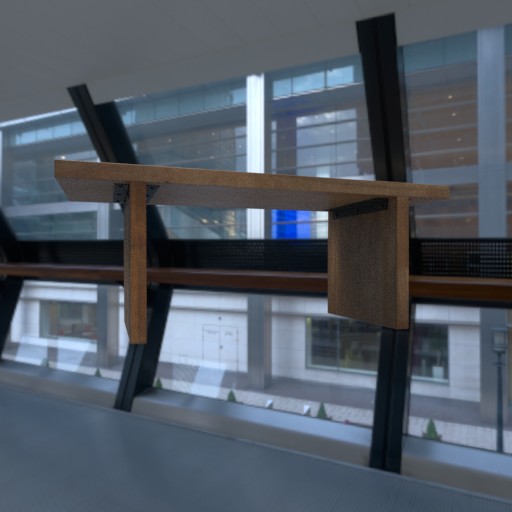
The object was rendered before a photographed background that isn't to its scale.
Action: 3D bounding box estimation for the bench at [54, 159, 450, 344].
[{"bbox_3d":[0.000,0.000,1.476,1.183,0.458,0.458,0,-1,-18],"label":"bench"}]
